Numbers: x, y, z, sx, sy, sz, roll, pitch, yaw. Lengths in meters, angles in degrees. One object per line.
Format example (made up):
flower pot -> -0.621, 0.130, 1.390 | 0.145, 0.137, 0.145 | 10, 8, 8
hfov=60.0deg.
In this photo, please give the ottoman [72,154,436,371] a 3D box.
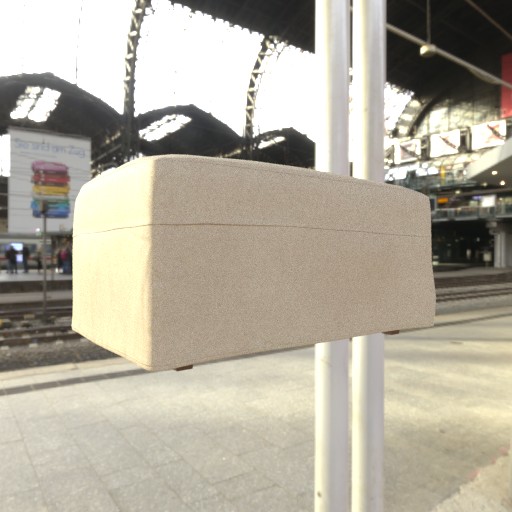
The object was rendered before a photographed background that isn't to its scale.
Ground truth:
ottoman -> 0.000, 0.000, 1.233 | 0.872, 0.444, 0.590 | 0, 0, -36
